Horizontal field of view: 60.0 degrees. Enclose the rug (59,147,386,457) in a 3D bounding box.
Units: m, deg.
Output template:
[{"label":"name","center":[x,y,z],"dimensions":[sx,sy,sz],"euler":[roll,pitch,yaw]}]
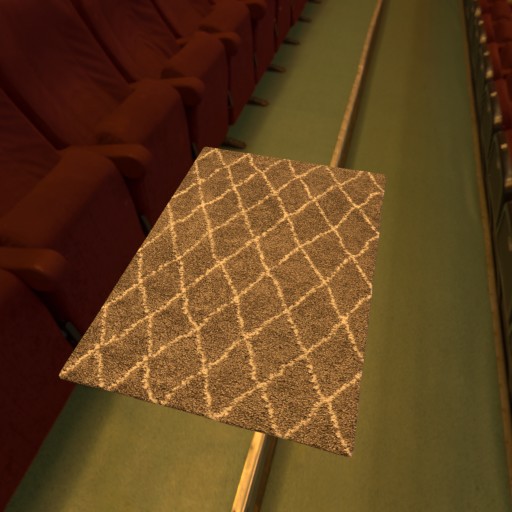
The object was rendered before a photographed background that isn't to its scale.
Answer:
[{"label":"rug","center":[0.000,0.000,2.321],"dimensions":[1.219,0.030,1.778],"euler":[11,48,11]}]
